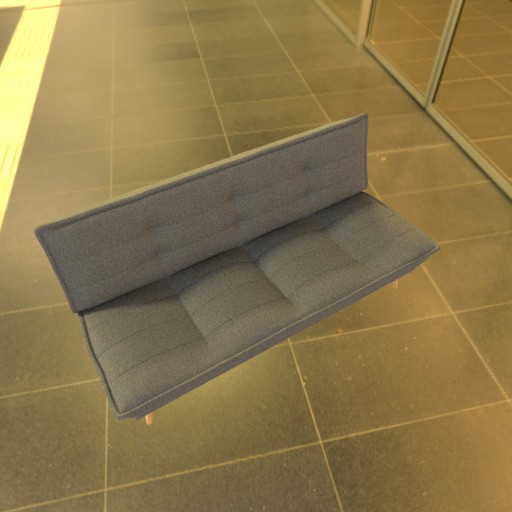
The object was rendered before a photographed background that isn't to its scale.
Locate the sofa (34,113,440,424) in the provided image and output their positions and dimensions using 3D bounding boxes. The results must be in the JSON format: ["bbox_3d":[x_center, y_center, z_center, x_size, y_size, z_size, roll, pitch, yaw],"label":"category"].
[{"bbox_3d":[0.000,0.000,2.436,1.940,0.890,0.950,-24,51,-21],"label":"sofa"}]
